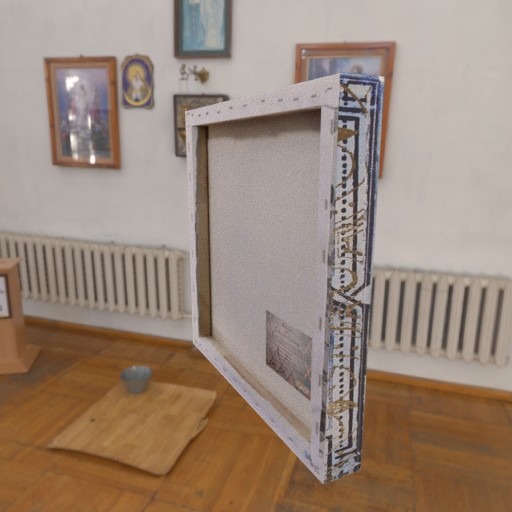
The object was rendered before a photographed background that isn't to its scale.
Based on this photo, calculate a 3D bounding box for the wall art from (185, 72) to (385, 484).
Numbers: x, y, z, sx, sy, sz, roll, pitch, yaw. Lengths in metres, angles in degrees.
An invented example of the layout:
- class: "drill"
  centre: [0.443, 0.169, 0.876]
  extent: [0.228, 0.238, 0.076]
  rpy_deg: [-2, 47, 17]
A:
- class: "wall art"
  centre: [0.000, 0.000, 0.454]
  extent: [0.038, 0.306, 0.302]
  rpy_deg: [-7, 15, -27]
